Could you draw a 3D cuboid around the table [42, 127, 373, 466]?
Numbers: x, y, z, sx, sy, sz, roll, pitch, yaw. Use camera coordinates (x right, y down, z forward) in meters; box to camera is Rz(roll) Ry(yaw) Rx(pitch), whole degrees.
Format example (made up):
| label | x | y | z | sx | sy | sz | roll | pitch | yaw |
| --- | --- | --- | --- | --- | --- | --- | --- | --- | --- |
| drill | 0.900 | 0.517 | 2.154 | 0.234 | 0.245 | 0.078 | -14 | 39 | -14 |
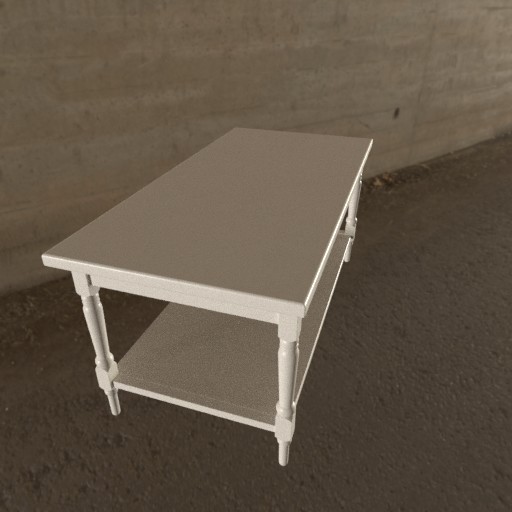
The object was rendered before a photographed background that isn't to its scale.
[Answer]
| label | x | y | z | sx | sy | sz | roll | pitch | yaw |
| --- | --- | --- | --- | --- | --- | --- | --- | --- | --- |
| table | 0.000 | 0.000 | 1.405 | 0.550 | 0.510 | 1.107 | 10 | 31 | 16 |
